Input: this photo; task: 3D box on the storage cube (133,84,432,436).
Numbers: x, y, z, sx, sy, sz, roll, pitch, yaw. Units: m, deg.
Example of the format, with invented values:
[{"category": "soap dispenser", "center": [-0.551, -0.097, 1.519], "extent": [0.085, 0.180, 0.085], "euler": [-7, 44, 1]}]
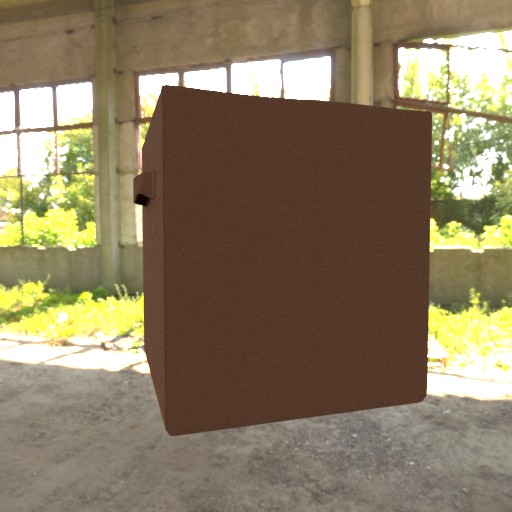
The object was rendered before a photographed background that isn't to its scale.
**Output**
[{"category": "storage cube", "center": [0.000, 0.000, 0.508], "extent": [0.270, 0.280, 0.270], "euler": [-1, 3, -18]}]
